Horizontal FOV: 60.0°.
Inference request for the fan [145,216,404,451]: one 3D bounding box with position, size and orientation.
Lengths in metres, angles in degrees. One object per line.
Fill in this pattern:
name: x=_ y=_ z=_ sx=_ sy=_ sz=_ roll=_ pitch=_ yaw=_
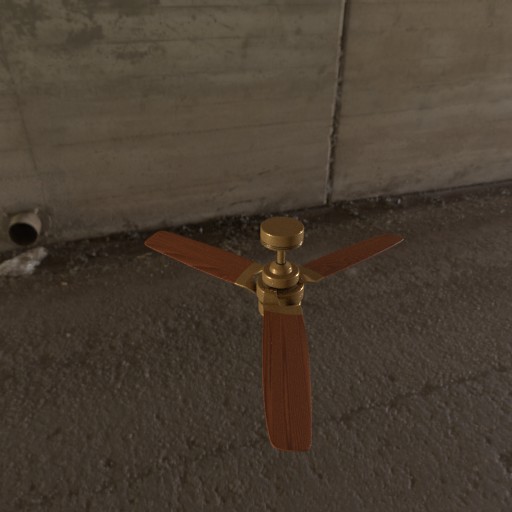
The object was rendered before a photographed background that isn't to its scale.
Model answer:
fan: x=0.000 y=0.000 z=1.978 sx=1.271 sy=0.425 sz=1.416 roll=20 pitch=37 yaw=29
